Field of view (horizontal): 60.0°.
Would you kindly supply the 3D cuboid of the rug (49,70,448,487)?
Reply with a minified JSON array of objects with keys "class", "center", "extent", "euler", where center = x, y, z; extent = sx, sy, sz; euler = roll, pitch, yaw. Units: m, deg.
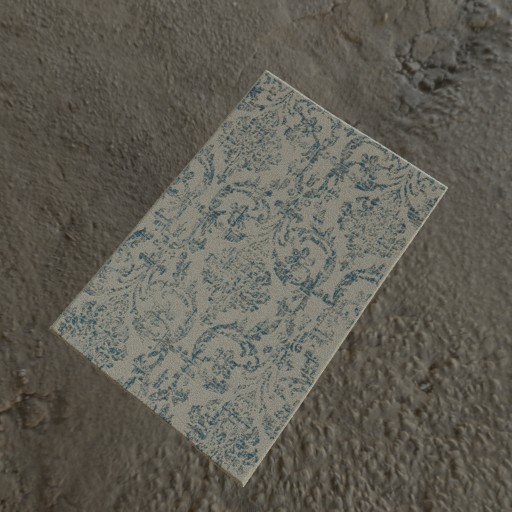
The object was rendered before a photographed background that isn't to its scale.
[{"class":"rug","center":[0.000,0.000,2.292],"extent":[1.213,0.012,1.831],"euler":[36,79,8]}]
